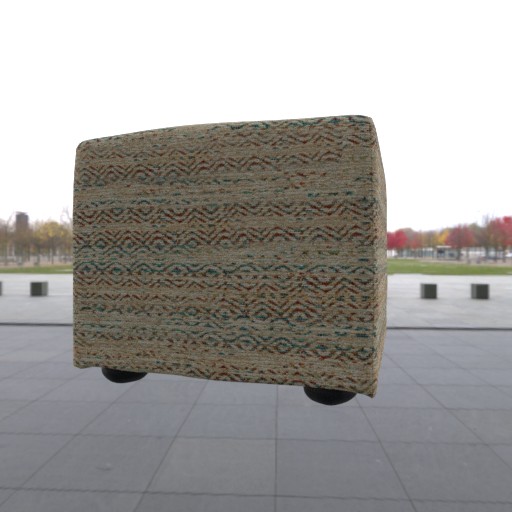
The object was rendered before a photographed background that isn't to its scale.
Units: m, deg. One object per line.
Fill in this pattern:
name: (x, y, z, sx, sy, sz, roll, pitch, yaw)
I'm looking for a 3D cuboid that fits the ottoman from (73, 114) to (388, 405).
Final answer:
ottoman: (0.000, 0.000, 0.919, 0.512, 0.453, 0.521, 0, 0, 18)
